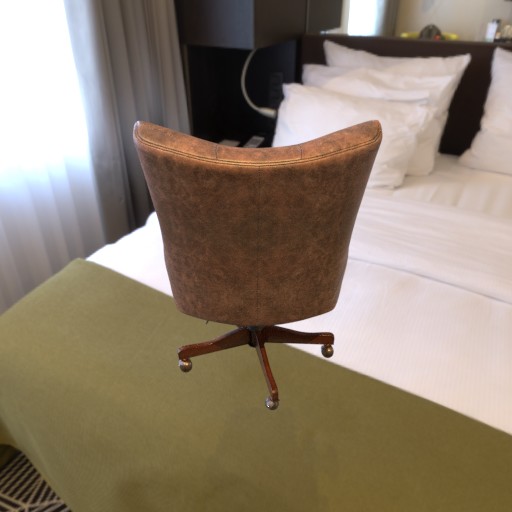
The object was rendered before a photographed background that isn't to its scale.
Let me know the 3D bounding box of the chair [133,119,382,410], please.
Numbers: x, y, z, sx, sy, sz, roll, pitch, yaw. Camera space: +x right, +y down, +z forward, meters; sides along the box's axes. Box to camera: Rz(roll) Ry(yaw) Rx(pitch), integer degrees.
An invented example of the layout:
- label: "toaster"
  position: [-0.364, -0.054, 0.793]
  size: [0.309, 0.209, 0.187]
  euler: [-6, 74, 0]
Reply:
- label: "chair"
  position: [0.000, 0.000, 1.493]
  size: [0.641, 1.035, 0.762]
  euler: [-1, 32, -1]
